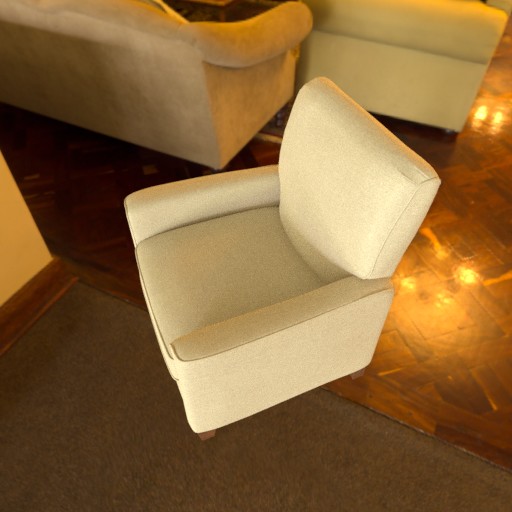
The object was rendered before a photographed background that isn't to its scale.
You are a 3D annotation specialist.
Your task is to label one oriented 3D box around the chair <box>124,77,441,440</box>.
[{"bbox_3d":[0.000,0.000,1.666,0.858,1.023,0.841,-17,49,-15],"label":"chair"}]
